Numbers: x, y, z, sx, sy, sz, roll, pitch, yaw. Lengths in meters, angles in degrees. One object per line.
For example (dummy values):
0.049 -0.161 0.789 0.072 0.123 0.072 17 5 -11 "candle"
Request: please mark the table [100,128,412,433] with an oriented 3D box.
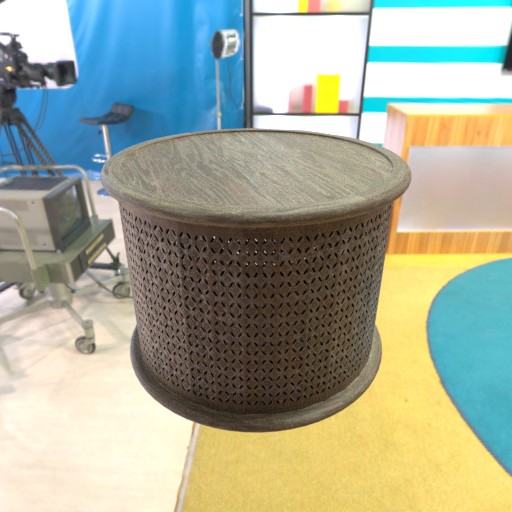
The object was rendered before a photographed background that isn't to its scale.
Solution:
0.000 0.000 1.004 0.607 0.450 0.607 0 27 0 "table"
